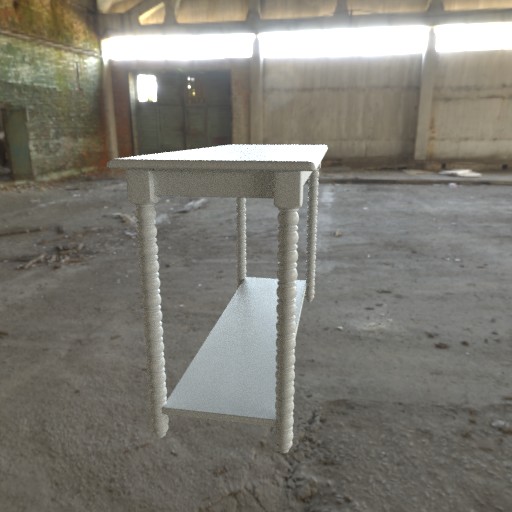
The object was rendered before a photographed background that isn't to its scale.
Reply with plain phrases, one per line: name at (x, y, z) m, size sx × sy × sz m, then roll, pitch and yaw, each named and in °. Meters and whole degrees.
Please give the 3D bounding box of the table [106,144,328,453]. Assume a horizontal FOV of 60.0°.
table at (0.000, 0.000, 1.585) m, size 0.459 × 0.740 × 1.184 m, roll 3°, pitch 16°, yaw 10°
